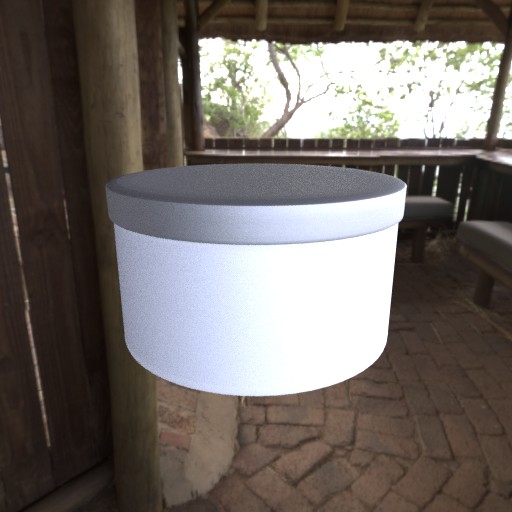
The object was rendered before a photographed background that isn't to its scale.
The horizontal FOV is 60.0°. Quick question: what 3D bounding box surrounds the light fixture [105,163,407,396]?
[{"bbox_3d":[0.000,0.000,0.641,0.393,0.229,0.393,0,17,0],"label":"light fixture"}]
